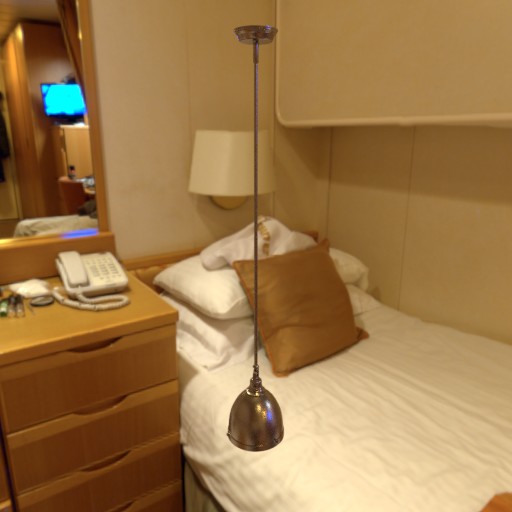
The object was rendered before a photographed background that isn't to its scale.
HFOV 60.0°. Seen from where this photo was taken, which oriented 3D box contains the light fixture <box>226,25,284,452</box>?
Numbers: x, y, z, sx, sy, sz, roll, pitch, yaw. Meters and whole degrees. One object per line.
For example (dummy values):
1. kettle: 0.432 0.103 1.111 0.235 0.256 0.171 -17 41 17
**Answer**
1. light fixture: 0.000 0.000 1.479 0.211 1.367 0.217 2 16 8
